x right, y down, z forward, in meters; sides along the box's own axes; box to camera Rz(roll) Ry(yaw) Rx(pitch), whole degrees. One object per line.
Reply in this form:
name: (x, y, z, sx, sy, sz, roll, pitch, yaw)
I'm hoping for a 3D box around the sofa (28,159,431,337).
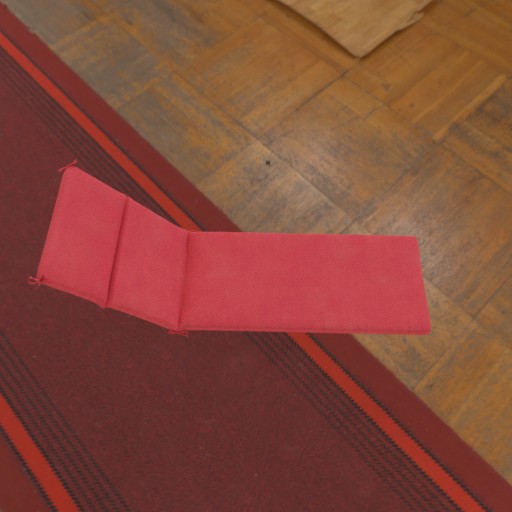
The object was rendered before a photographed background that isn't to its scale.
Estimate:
sofa: (0.000, 0.000, 1.974, 1.663, 0.622, 0.582, 1, 64, 1)
